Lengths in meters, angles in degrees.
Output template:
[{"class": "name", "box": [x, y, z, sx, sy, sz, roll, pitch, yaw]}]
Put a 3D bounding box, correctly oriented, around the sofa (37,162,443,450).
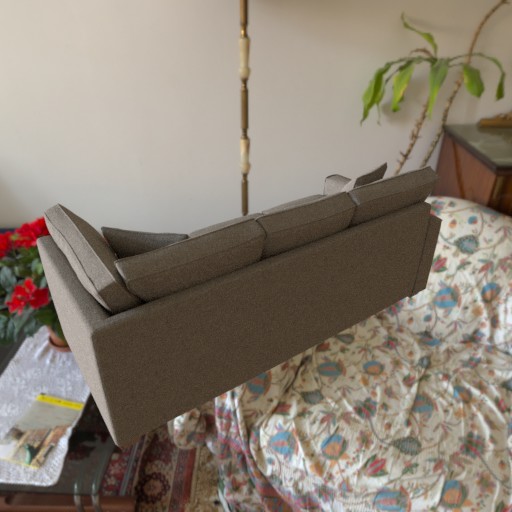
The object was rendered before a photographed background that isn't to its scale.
[{"class": "sofa", "box": [0.000, 0.000, 2.812, 2.317, 0.962, 1.061, -20, 36, -29]}]
